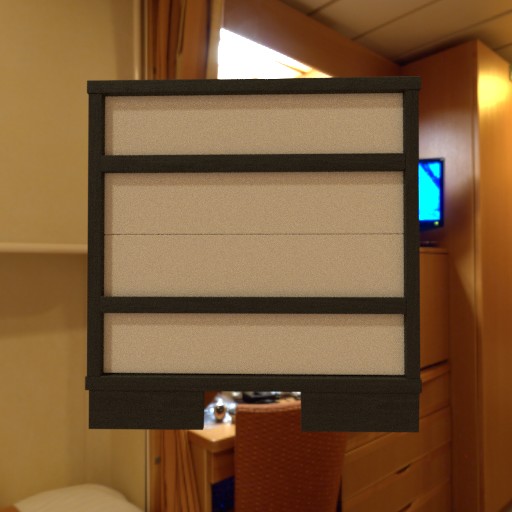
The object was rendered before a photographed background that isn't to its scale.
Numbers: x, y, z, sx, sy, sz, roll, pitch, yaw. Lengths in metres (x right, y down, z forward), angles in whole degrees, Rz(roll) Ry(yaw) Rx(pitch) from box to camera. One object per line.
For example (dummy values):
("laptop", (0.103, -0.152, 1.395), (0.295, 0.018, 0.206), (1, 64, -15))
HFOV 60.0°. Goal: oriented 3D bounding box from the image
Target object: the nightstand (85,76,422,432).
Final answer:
("nightstand", (0.000, 0.000, 0.734), (0.427, 0.448, 0.347), (0, -1, 2))
